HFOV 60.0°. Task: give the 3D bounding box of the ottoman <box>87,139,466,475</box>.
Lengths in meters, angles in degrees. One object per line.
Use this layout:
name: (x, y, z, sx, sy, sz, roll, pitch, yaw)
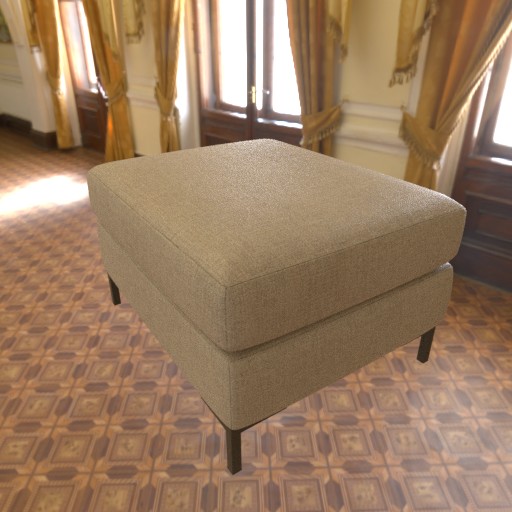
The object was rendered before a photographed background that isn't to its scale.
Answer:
ottoman: (0.000, 0.000, 1.219, 0.671, 0.490, 0.820, -17, 32, -30)
